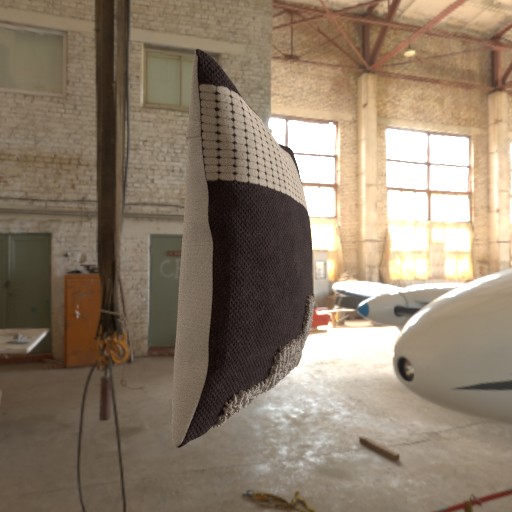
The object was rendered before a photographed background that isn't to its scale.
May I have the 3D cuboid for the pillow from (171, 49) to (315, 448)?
[{"bbox_3d":[0.000,0.000,0.731,0.178,0.473,0.475,0,-1,19],"label":"pillow"}]
